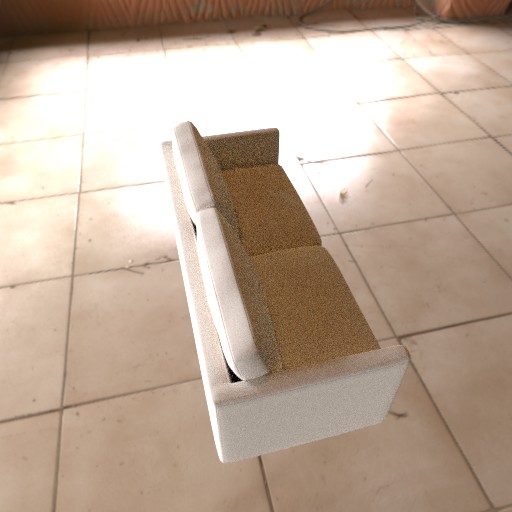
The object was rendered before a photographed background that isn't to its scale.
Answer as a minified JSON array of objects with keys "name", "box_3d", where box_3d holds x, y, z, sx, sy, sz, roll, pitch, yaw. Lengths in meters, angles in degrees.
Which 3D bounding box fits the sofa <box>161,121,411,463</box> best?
[{"name":"sofa","box_3d":[0.000,0.000,2.760,0.924,0.933,2.139,-10,46,-10]}]
